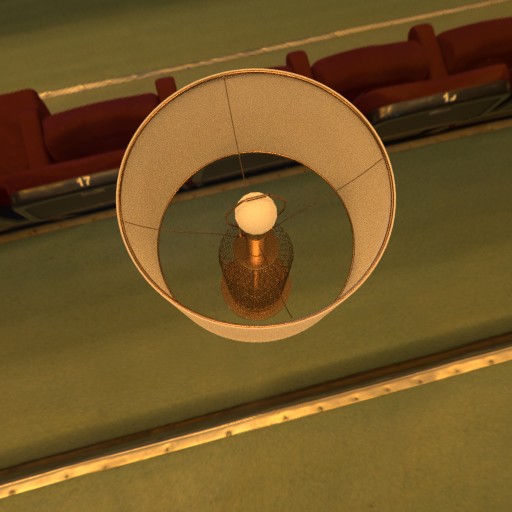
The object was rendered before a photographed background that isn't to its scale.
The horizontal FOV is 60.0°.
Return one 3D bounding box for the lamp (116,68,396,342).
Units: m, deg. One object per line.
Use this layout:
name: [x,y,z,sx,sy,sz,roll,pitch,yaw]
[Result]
lamp: [0.000,0.000,0.633,0.252,0.483,0.252,-14,76,-4]
